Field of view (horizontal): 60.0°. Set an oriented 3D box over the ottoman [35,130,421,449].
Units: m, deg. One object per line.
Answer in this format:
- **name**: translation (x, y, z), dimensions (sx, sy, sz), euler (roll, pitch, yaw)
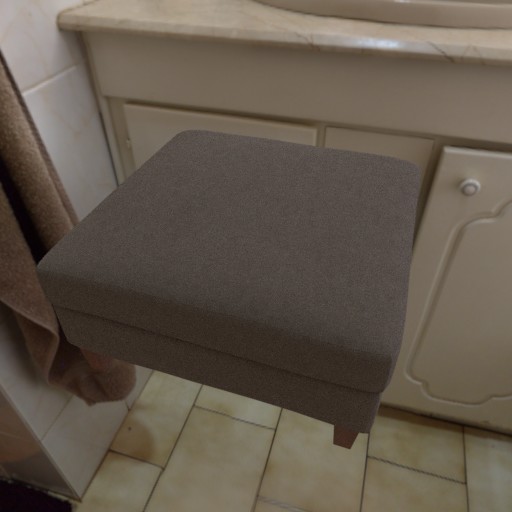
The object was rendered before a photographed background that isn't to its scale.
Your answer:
- **ottoman**: translation (0.000, 0.000, 1.387), dimensions (0.881, 0.482, 0.861), euler (12, 42, 14)
